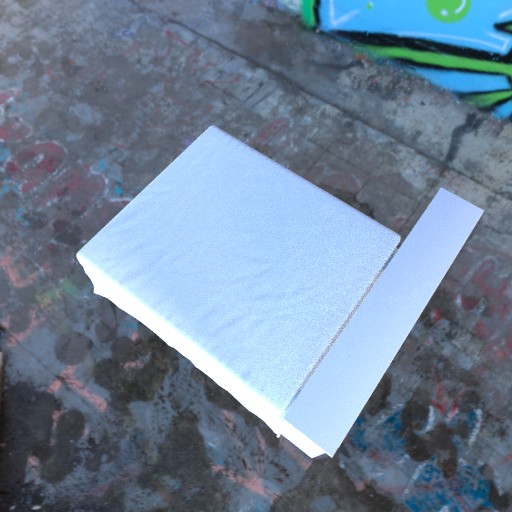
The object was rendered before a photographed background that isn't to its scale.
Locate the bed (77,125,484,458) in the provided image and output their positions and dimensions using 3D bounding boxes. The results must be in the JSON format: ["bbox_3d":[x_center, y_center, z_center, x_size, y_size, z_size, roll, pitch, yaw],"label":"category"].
[{"bbox_3d":[0.000,0.000,3.105,2.133,1.092,1.671,34,68,16],"label":"bed"}]
